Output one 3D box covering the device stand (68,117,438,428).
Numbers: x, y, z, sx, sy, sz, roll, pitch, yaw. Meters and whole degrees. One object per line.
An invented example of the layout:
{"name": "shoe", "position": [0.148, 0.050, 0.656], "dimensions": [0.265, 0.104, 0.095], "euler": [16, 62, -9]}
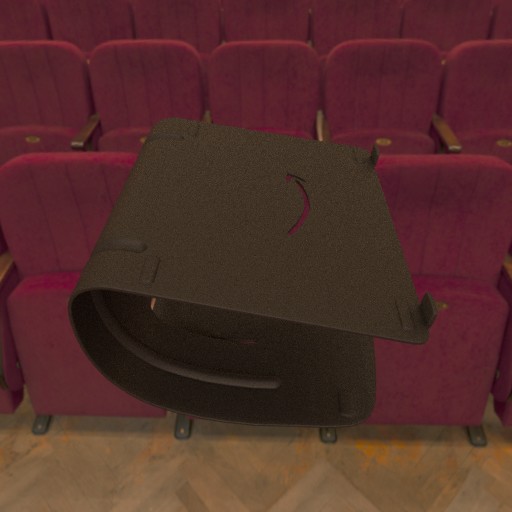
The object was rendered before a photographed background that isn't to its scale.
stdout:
{"name": "device stand", "position": [0.000, 0.000, 0.401], "dimensions": [0.236, 0.155, 0.256], "euler": [1, 41, 1]}
